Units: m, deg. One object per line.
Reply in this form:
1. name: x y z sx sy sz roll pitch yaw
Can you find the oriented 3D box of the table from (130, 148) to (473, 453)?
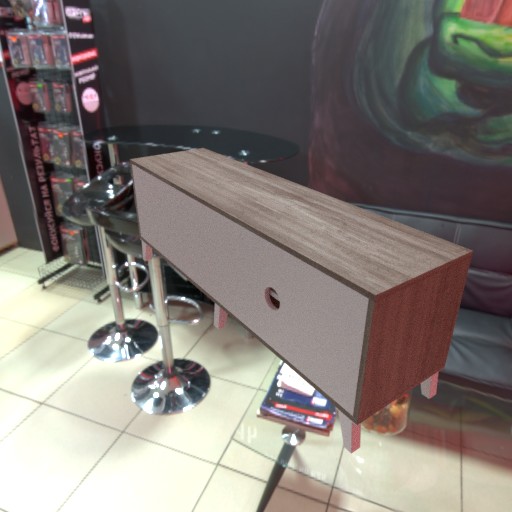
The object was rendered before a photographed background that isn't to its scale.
1. table: 0.000 0.000 1.781 0.400 0.530 1.500 -18 32 -31
